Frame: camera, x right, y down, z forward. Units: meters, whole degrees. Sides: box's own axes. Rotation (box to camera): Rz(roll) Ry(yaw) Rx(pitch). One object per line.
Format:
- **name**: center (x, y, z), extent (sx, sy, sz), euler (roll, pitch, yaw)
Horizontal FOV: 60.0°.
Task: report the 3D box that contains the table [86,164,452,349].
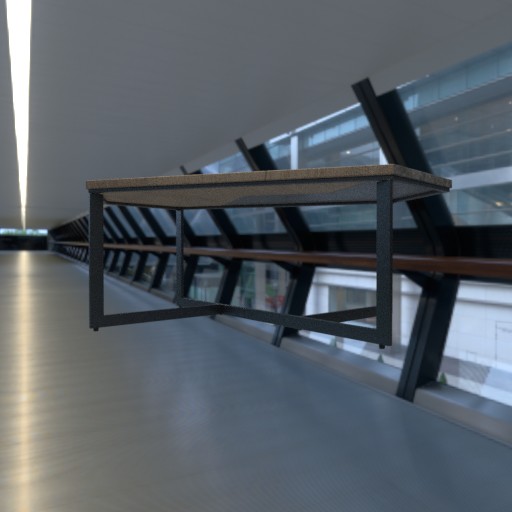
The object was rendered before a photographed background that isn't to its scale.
- **table**: center (0.000, 0.000, 1.498), extent (1.219, 0.457, 0.609), euler (0, 1, 17)
